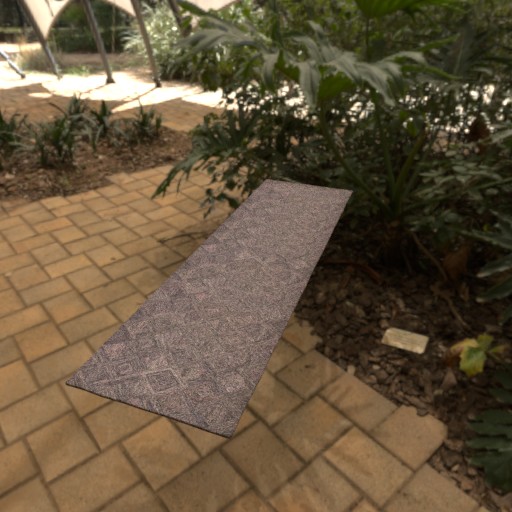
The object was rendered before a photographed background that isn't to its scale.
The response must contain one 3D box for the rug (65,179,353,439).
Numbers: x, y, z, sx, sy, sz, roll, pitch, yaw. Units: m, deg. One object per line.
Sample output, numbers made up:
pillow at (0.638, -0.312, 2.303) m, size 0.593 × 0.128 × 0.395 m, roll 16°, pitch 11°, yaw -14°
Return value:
rug at (0.000, 0.000, 2.500) m, size 0.691 × 0.011 × 2.296 m, roll 11°, pitch 32°, yaw 18°
